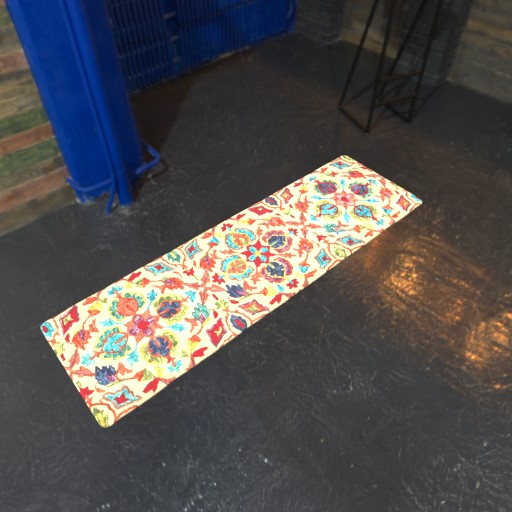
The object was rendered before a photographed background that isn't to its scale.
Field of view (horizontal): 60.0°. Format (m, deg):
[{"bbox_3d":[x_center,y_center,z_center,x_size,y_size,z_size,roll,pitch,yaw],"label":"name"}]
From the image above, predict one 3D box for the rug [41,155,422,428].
[{"bbox_3d":[0.000,0.000,2.541,2.273,0.016,0.693,-32,55,-26],"label":"rug"}]
